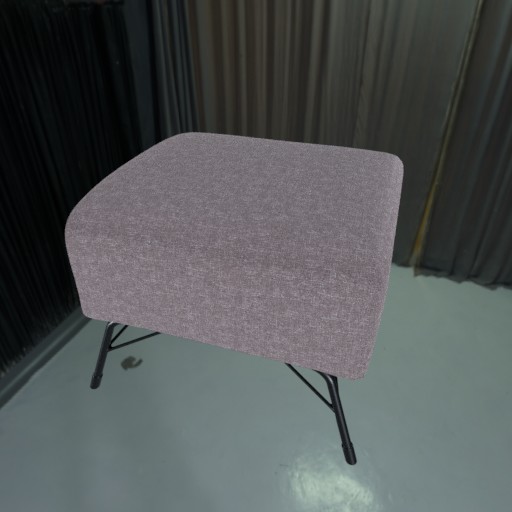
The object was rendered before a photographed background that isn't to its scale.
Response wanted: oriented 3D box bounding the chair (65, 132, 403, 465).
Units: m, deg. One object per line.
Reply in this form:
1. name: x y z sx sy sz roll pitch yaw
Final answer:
1. chair: 0.000 0.000 0.915 0.530 0.410 0.530 10 34 15
